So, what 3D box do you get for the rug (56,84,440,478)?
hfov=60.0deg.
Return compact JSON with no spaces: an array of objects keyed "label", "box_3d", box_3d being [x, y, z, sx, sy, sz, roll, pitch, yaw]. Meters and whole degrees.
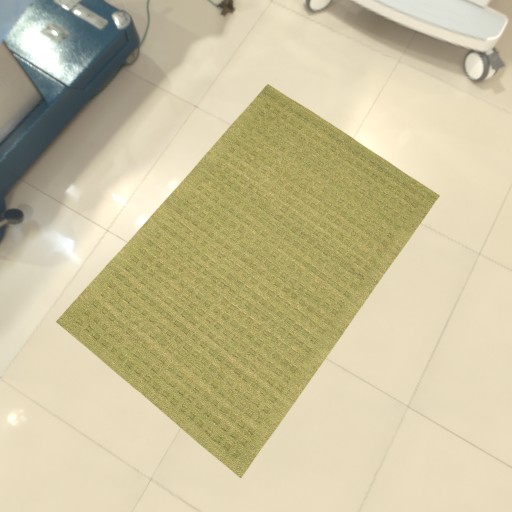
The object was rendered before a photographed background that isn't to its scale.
[{"label":"rug","box_3d":[0.000,0.000,3.008,1.529,0.007,2.297,36,77,10]}]
